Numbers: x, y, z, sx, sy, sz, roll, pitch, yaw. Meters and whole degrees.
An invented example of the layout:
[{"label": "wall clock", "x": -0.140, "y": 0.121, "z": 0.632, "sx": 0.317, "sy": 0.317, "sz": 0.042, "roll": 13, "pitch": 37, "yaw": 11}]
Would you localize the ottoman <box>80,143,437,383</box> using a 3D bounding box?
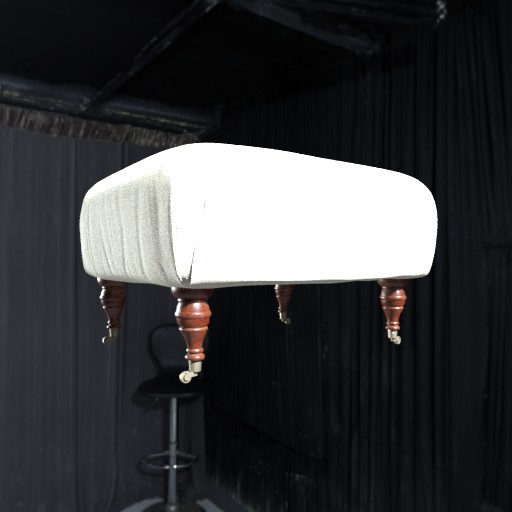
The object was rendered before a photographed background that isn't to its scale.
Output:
[{"label": "ottoman", "x": 0.000, "y": 0.000, "z": 1.130, "sx": 0.747, "sy": 0.450, "sz": 0.622, "roll": 0, "pitch": 0, "yaw": -36}]
